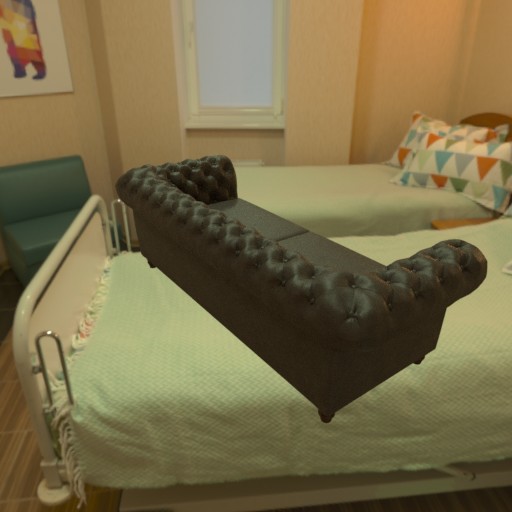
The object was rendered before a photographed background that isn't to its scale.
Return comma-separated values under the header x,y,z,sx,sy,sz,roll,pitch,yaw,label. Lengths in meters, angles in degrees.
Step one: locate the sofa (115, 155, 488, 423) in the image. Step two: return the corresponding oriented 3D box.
x,y,z,sx,sy,sz,roll,pitch,yaw,label
0.000,0.000,2.762,0.944,0.783,2.385,-18,32,-32,sofa
